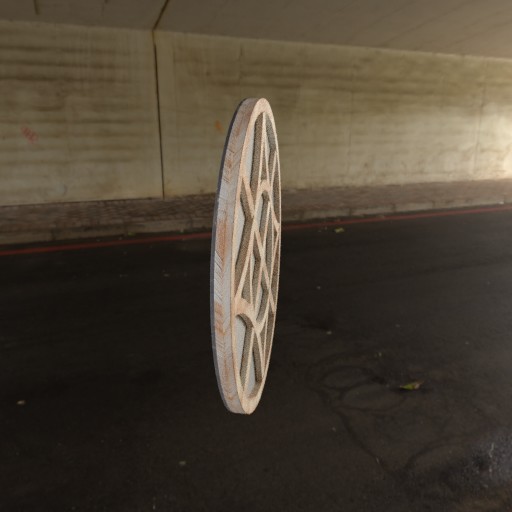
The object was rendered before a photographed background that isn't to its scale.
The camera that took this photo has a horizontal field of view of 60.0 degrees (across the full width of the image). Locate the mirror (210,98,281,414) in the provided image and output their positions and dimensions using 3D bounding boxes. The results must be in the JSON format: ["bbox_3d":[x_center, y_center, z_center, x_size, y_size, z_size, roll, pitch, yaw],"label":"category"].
[{"bbox_3d":[0.000,0.000,1.058,0.038,0.710,0.710,3,16,9],"label":"mirror"}]
